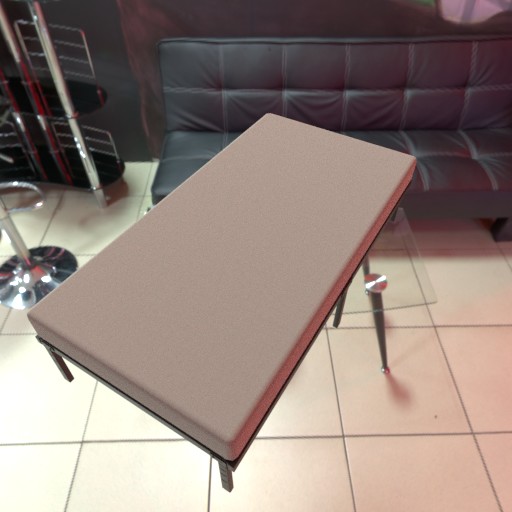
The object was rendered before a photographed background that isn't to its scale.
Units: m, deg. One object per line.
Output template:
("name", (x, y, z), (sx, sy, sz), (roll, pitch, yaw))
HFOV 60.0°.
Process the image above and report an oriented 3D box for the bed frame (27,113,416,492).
("bed frame", (0.000, 0.000, 3.164), (1.393, 0.680, 2.635), (24, 51, 21))
